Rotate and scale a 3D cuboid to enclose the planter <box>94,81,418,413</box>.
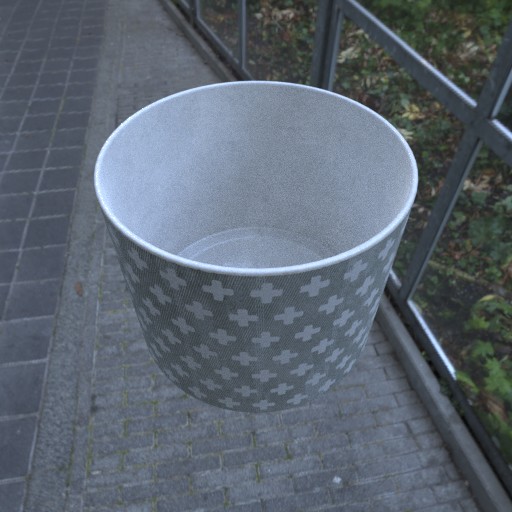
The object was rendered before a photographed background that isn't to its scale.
[{"bbox_3d":[0.000,0.000,0.438,0.250,0.239,0.250,0,47,0],"label":"planter"}]
